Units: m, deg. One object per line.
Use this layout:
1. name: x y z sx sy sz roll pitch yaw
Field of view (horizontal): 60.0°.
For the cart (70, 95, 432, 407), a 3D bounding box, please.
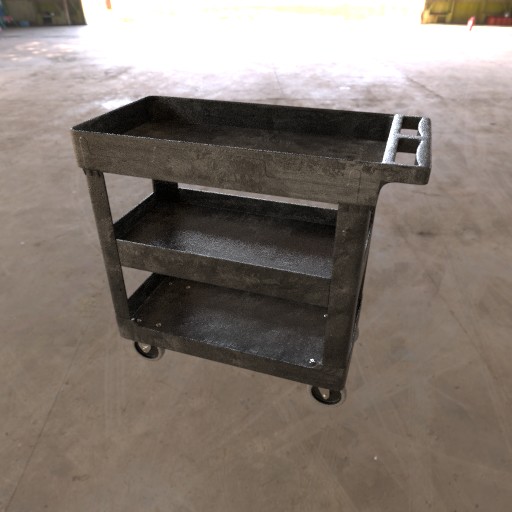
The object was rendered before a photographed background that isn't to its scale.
1. cart: 0.000 0.000 1.382 0.877 0.824 0.420 10 33 16
